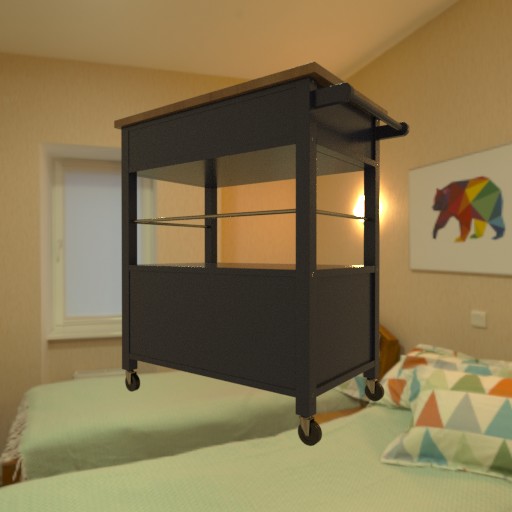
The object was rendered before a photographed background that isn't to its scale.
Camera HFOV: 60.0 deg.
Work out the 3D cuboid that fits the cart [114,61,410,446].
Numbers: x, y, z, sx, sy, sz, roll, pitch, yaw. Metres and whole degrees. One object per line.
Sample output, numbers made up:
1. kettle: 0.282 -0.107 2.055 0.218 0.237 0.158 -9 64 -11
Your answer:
1. cart: 0.000 0.000 1.411 0.840 0.901 0.459 0 1 37
